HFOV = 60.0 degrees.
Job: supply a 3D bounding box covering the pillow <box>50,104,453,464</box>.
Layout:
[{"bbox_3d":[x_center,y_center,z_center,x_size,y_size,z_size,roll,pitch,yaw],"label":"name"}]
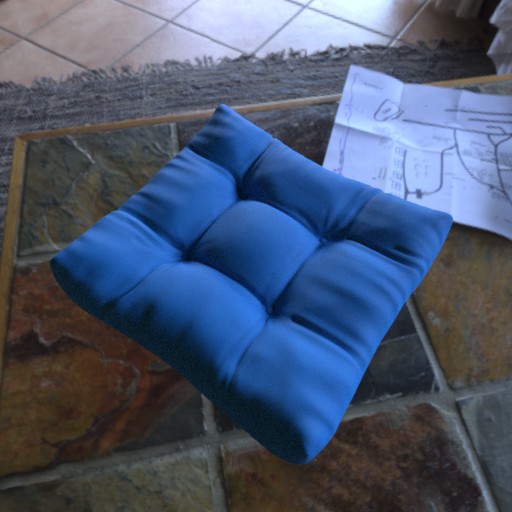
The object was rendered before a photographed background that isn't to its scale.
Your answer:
[{"bbox_3d":[0.000,0.000,0.735,0.490,0.128,0.468,31,63,18],"label":"pillow"}]
